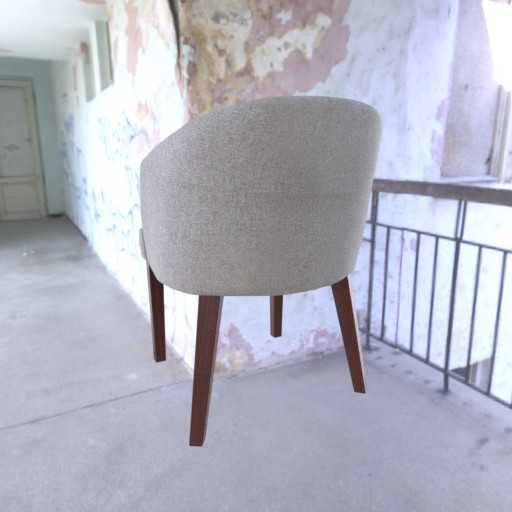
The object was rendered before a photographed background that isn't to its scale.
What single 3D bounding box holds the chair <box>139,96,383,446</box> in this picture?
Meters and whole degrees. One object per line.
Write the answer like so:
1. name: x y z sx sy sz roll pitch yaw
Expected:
1. chair: 0.000 0.000 1.265 0.583 0.811 0.655 -7 16 -26
